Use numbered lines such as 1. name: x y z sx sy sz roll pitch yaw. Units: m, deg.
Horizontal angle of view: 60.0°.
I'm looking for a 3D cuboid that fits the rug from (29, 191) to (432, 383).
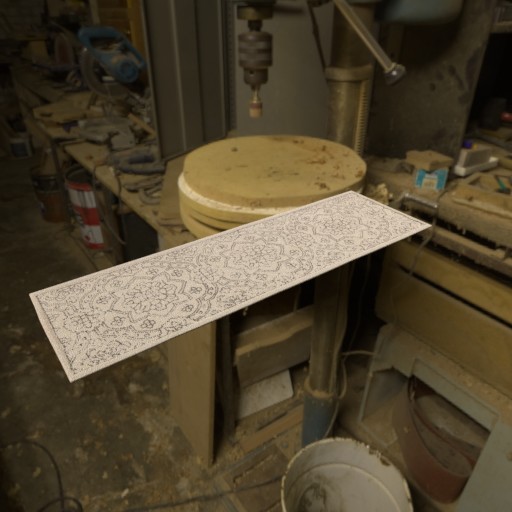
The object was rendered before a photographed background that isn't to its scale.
1. rug: 0.000 0.000 2.710 2.448 0.012 0.769 -20 36 -30
